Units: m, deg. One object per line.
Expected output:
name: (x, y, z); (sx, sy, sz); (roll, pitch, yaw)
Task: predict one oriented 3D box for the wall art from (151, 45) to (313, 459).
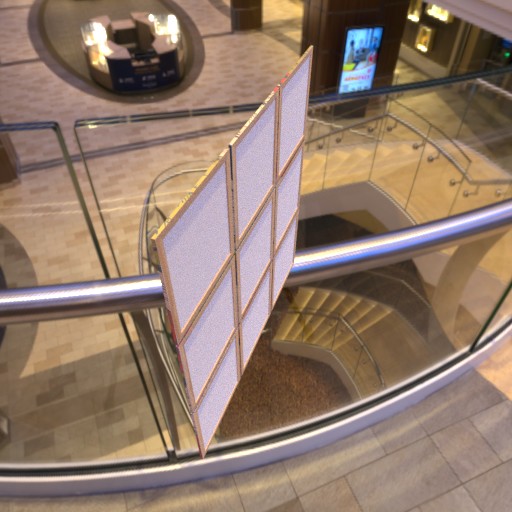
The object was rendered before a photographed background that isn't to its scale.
wall art: (0.000, 0.000, 2.234); (0.013, 1.534, 1.519); (15, 47, 15)
